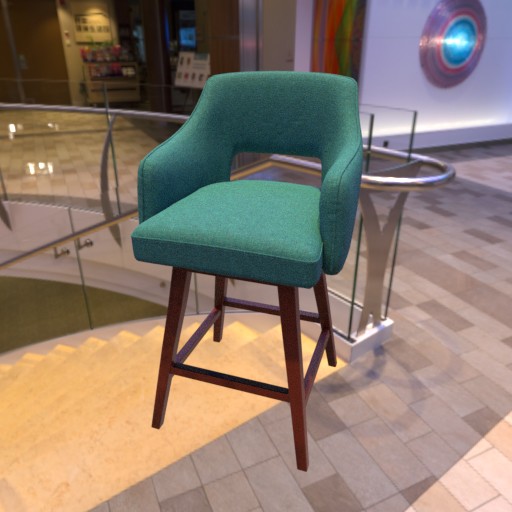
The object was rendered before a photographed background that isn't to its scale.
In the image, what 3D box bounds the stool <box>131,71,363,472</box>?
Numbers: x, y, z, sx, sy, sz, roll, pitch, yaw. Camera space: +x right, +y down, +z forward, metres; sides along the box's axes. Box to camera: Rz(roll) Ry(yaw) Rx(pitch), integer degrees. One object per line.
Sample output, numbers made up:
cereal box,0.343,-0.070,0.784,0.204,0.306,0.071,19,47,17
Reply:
stool,0.000,0.000,1.276,0.548,0.961,0.556,8,26,17
